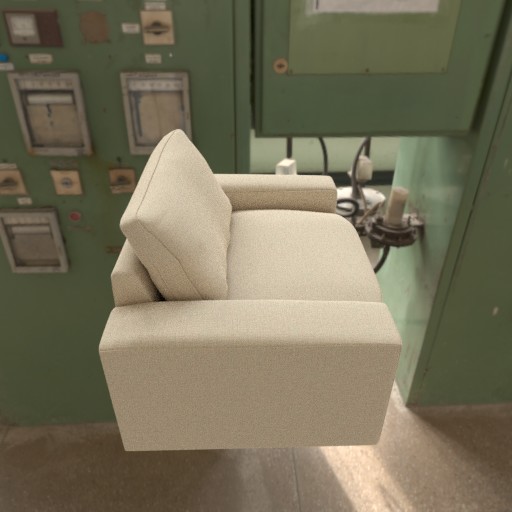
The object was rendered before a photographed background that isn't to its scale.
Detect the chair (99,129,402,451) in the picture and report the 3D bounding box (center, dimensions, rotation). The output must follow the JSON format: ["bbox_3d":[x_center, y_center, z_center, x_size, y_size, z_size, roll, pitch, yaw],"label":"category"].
[{"bbox_3d":[0.000,0.000,2.046,1.039,0.915,1.398,-1,33,-1],"label":"chair"}]
